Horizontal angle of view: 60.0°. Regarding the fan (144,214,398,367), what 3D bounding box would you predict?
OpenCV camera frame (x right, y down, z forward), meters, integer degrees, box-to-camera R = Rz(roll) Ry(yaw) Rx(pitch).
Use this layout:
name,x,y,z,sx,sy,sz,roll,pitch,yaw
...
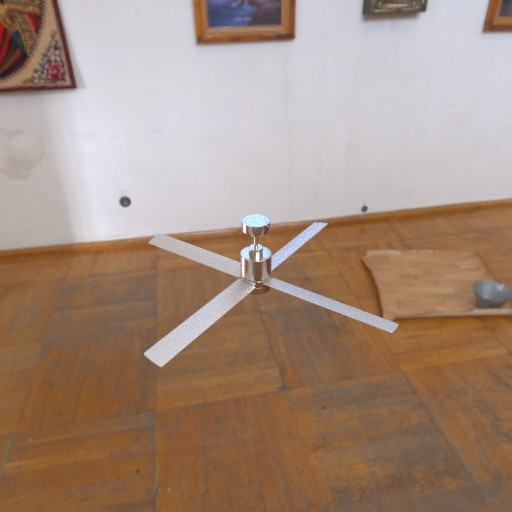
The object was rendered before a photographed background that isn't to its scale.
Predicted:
name,x,y,z,sx,sy,sz,roll,pitch,yaw
fan,0.000,0.000,1.989,1.322,0.355,1.322,19,36,29
